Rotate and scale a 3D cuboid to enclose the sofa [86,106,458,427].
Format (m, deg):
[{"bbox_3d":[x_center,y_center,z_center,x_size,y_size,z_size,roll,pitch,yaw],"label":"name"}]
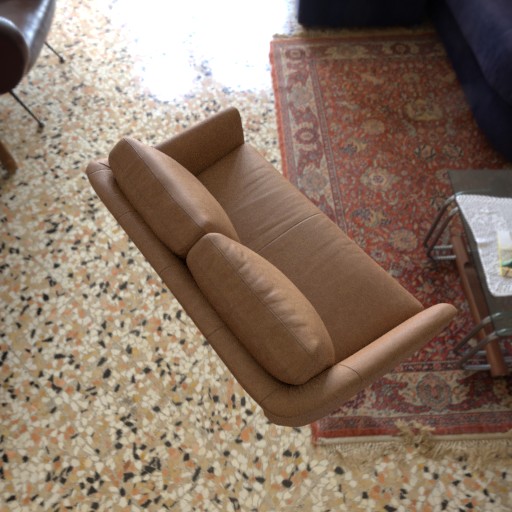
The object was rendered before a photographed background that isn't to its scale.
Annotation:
[{"bbox_3d":[0.000,0.000,2.160,0.960,0.902,1.619,-33,64,-19],"label":"sofa"}]
